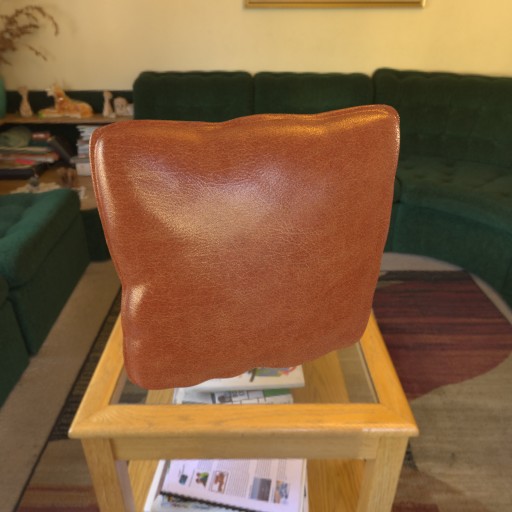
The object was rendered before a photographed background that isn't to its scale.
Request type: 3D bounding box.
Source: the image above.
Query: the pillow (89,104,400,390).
[{"bbox_3d":[0.000,0.000,0.830,0.532,0.523,0.236,-9,30,-16],"label":"pillow"}]
